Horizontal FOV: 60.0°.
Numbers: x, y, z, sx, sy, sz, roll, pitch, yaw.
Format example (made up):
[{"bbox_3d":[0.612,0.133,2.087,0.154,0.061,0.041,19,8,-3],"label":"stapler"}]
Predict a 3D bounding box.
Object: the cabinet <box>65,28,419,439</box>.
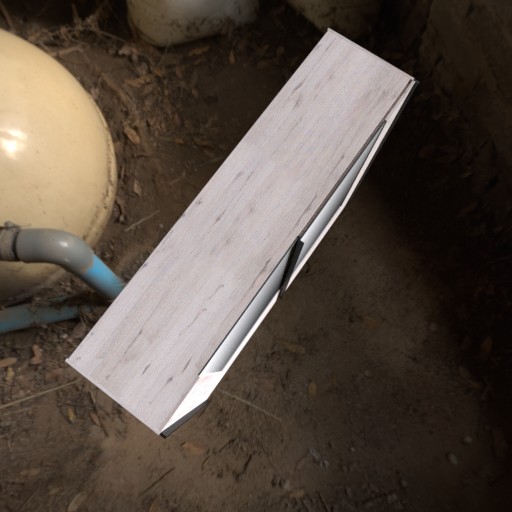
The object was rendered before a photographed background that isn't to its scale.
[{"bbox_3d":[0.000,0.000,3.557,0.660,2.180,2.500,35,79,8],"label":"cabinet"}]
